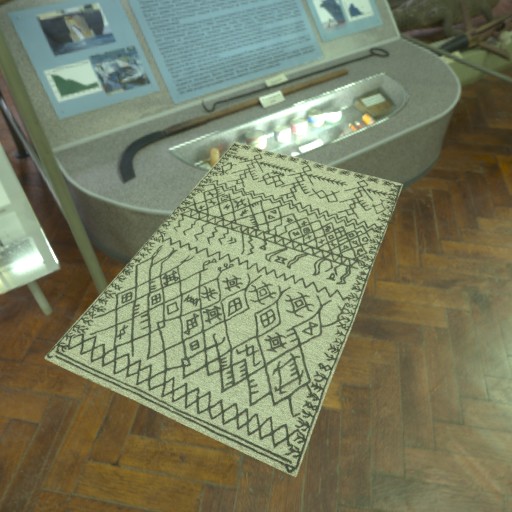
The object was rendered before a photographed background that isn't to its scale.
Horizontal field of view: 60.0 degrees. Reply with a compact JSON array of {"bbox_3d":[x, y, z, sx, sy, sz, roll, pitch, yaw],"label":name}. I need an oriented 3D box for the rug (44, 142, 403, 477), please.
[{"bbox_3d":[0.000,0.000,4.783,2.393,0.019,3.824,18,49,16],"label":"rug"}]
